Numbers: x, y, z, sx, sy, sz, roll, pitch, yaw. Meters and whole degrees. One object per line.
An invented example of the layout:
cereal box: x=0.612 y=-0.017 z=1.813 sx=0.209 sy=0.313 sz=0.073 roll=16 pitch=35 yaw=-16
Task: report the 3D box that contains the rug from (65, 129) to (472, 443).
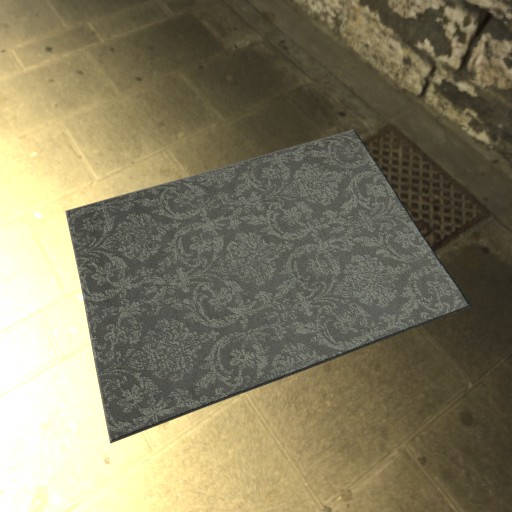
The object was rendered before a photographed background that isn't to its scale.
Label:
rug: x=0.000 y=0.000 z=2.860 sx=2.206 sy=0.014 sz=1.578 roll=-18 pitch=62 yaw=-10
